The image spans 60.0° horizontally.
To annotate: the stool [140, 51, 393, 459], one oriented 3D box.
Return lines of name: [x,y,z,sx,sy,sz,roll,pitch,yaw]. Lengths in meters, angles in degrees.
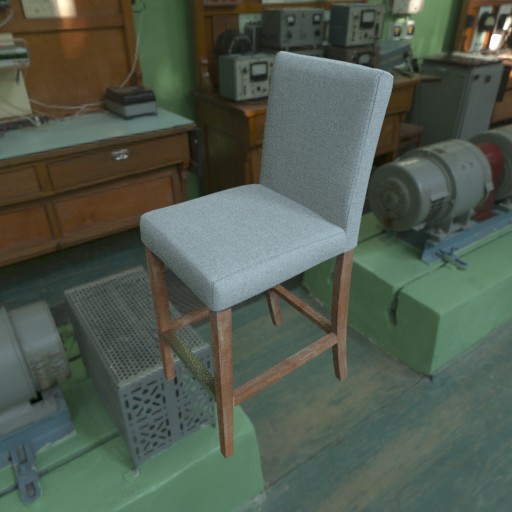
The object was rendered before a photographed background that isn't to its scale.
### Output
stool: [0.000,0.000,1.378,0.570,1.088,0.439,-22,38,-30]
